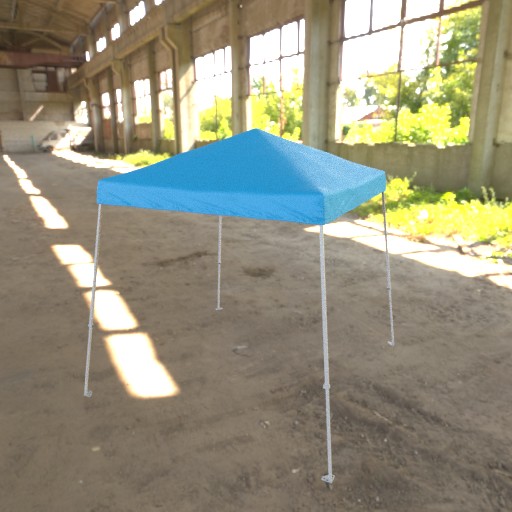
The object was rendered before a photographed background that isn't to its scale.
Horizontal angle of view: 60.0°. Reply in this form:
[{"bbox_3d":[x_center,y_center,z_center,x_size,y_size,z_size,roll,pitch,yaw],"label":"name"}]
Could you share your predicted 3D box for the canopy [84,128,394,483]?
[{"bbox_3d":[0.000,0.000,6.493,3.599,3.600,3.600,8,17,26],"label":"canopy"}]
